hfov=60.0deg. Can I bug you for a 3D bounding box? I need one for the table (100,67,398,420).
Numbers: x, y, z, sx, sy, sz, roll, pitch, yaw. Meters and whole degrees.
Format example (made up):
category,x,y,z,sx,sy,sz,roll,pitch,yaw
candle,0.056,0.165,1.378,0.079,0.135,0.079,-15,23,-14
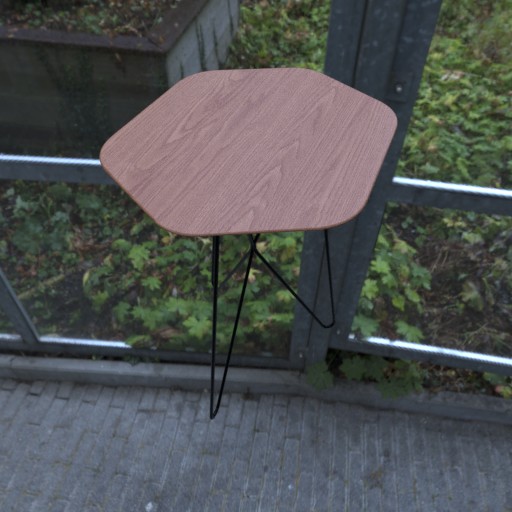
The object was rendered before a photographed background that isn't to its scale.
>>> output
category,x,y,z,sx,sy,sz,roll,pitch,yaw
table,0.000,0.000,0.895,0.400,0.562,0.500,17,49,16
